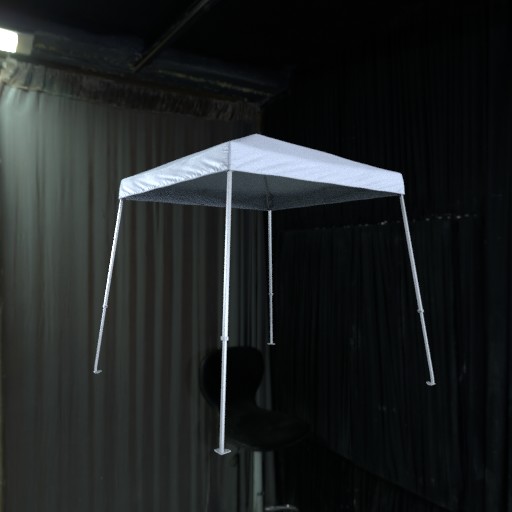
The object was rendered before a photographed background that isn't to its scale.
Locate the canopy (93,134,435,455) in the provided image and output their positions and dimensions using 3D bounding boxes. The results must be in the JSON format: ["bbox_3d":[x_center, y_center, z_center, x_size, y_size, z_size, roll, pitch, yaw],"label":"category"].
[{"bbox_3d":[0.000,0.000,6.552,3.600,3.600,3.599,0,0,-38],"label":"canopy"}]
